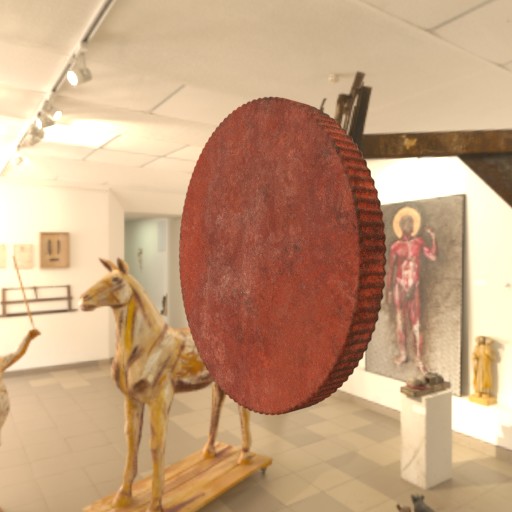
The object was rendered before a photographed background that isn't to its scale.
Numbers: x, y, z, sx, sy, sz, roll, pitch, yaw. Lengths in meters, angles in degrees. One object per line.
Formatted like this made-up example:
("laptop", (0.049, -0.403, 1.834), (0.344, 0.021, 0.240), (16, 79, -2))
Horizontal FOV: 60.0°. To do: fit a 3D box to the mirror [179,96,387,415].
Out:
("mirror", (0.000, 0.000, 0.897), (0.056, 0.609, 0.609), (0, 0, -35))
